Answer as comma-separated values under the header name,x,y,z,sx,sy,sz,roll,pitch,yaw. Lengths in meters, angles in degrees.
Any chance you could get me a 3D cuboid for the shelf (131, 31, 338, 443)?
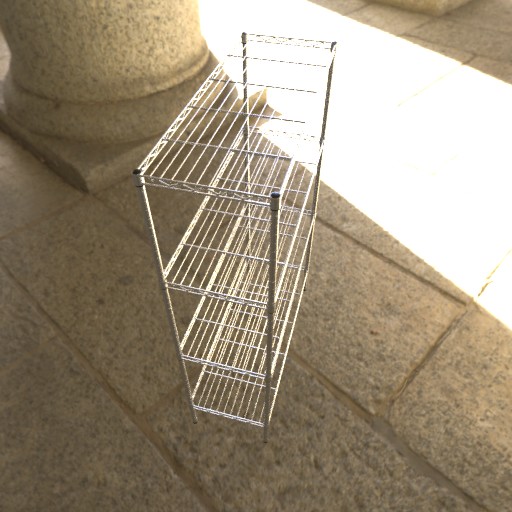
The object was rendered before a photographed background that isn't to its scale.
name,x,y,z,sx,sy,sz,roll,pitch,yaw
shelf,0.000,0.000,1.769,0.352,1.360,0.907,11,47,10
